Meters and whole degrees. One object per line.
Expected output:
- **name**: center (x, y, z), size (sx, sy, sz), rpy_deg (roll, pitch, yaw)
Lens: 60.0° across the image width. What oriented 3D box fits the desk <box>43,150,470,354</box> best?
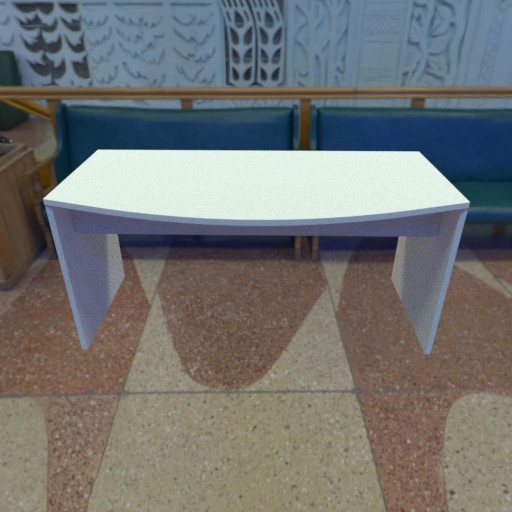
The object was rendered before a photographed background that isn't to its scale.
- **desk**: center (0.000, 0.000, 2.050), size (1.600, 0.750, 0.802), rpy_deg (1, 30, 1)
